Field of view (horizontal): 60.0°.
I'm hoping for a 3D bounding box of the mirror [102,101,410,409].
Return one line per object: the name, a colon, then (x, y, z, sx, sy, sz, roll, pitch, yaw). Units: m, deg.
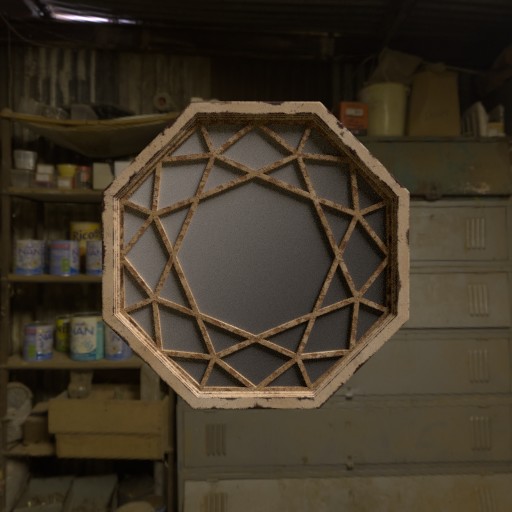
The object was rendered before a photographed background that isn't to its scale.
mirror: (0.000, 0.000, 0.948, 0.648, 0.648, 0.031, 0, 1, -1)
